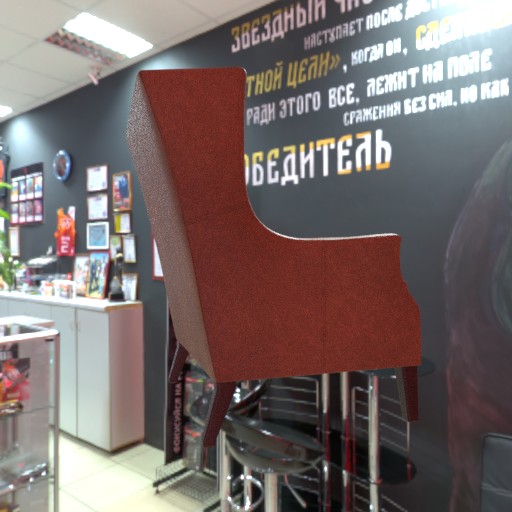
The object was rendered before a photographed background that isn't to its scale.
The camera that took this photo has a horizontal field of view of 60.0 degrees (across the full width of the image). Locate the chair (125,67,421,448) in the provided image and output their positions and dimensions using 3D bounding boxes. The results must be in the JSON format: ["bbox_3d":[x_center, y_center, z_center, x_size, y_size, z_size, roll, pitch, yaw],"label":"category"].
[{"bbox_3d":[0.000,0.000,1.665,0.913,1.088,0.815,0,0,-19],"label":"chair"}]
